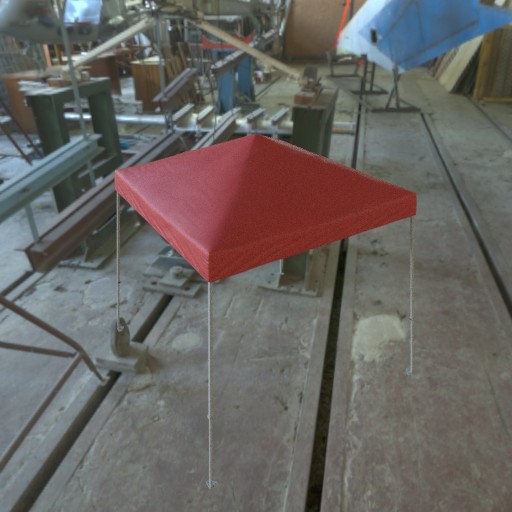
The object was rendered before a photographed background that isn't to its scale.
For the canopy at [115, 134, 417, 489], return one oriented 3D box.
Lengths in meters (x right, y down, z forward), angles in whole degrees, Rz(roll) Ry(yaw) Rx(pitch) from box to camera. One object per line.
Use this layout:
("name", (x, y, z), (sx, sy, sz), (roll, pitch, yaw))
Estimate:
("canopy", (0.000, 0.000, 6.574), (3.600, 3.600, 3.599), (-17, 34, -28))
